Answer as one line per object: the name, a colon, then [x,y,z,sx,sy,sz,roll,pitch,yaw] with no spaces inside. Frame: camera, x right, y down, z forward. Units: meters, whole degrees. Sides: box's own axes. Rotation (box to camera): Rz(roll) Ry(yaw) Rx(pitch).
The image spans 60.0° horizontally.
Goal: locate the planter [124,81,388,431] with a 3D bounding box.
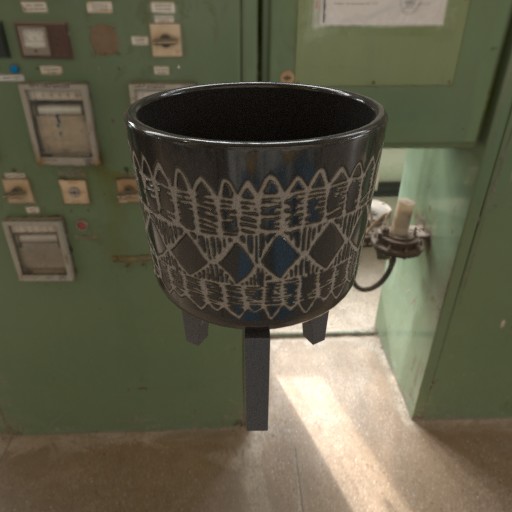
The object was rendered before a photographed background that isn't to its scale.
planter: [0.000,0.000,0.268,0.129,0.177,0.129,0,32,0]
